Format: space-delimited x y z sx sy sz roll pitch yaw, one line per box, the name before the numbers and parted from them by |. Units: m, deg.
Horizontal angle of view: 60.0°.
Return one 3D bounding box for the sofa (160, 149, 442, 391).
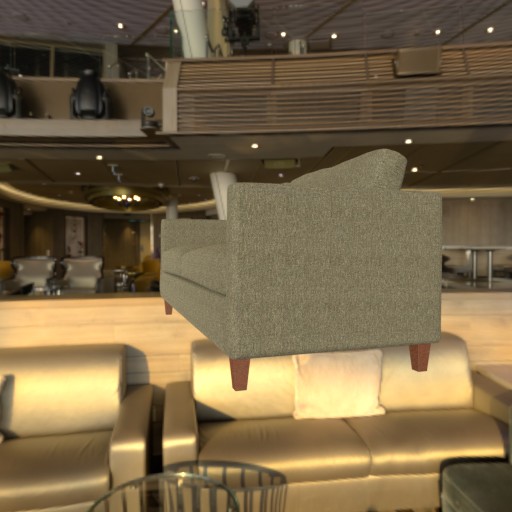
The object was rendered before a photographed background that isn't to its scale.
sofa | 0.000 0.000 2.739 0.948 0.965 2.208 0 1 -19
